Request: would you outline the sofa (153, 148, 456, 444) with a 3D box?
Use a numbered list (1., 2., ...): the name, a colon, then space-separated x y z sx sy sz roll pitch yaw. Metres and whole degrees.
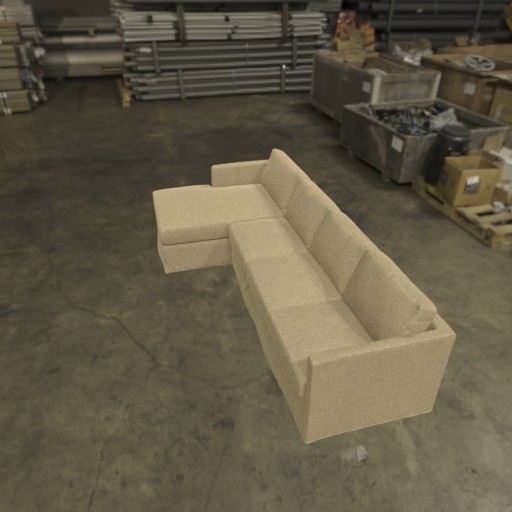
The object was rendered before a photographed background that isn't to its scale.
1. sofa: 0.000 0.000 3.902 1.638 0.920 3.198 -8 33 -13
